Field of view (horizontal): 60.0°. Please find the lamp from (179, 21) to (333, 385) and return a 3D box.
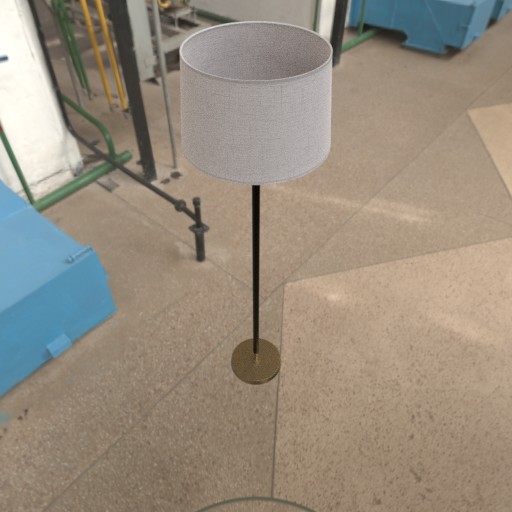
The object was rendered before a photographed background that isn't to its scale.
[{"bbox_3d":[0.000,0.000,1.591,0.420,1.447,0.420,0,46,0],"label":"lamp"}]
